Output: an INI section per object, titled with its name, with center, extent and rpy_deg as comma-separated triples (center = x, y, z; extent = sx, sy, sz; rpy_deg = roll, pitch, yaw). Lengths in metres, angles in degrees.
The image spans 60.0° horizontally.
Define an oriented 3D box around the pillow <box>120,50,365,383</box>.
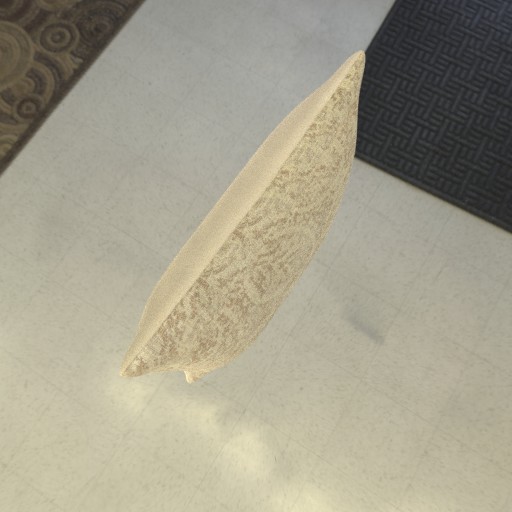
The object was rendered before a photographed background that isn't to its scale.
[pillow]
center = 0.000, 0.000, 0.784
extent = 0.166, 0.510, 0.523
rpy_deg = 34, 77, 9
